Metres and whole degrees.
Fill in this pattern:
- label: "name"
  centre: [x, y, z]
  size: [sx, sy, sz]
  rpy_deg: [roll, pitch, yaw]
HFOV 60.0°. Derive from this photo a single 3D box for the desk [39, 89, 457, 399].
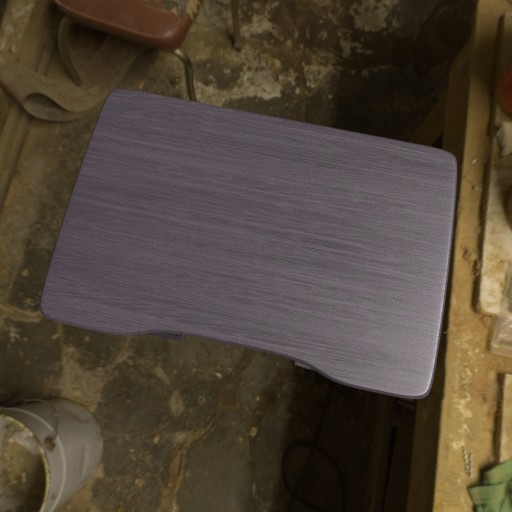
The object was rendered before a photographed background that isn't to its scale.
- label: "desk"
  centre: [0.000, 0.000, 1.162]
  size: [0.820, 0.470, 0.546]
  rpy_deg: [12, 77, 3]
